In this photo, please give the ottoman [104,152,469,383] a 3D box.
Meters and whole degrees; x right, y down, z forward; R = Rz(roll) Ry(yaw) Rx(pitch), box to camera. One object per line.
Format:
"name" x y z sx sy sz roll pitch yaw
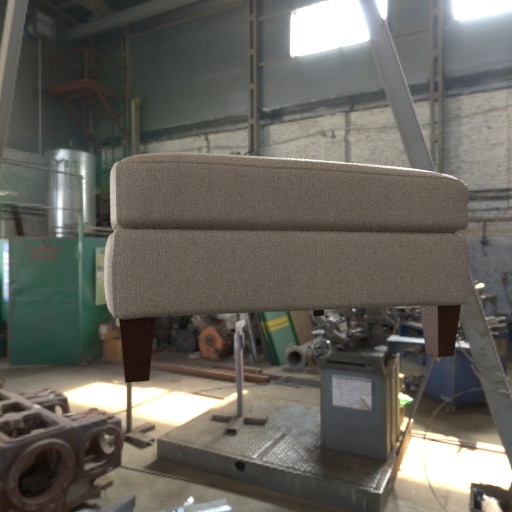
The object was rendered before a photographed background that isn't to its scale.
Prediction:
"ottoman" 0.000 0.000 1.326 0.838 0.481 0.838 0 0 -17
